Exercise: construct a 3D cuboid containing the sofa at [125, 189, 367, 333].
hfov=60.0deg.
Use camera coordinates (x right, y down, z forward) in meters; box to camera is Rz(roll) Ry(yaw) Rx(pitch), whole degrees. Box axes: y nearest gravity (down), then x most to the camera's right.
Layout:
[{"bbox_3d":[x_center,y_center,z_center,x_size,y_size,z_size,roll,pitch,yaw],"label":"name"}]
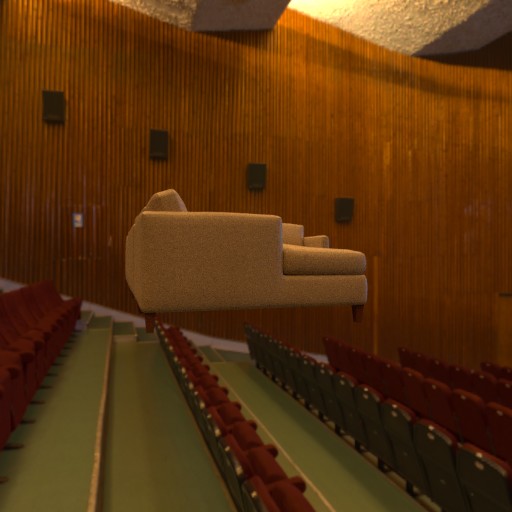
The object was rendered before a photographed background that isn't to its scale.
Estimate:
[{"bbox_3d":[0.000,0.000,4.713,2.594,0.961,3.460,0,0,-18],"label":"sofa"}]
